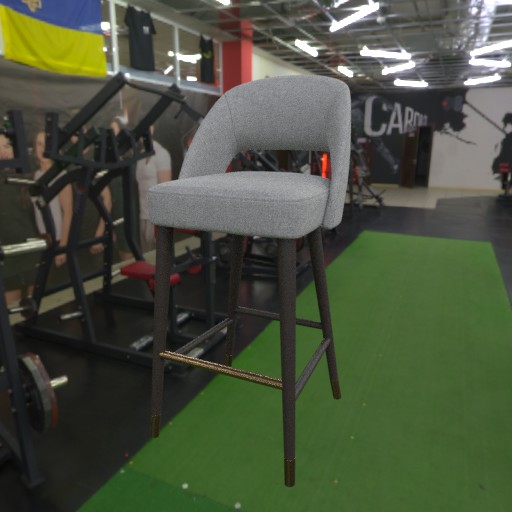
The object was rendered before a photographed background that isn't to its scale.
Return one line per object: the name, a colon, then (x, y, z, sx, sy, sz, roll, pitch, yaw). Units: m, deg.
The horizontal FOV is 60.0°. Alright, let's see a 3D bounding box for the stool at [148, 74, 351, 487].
stool: (0.000, 0.000, 1.291, 0.494, 1.037, 0.509, 7, 17, 25)
